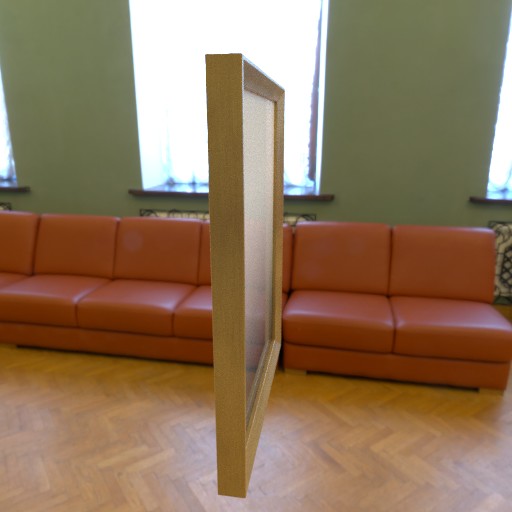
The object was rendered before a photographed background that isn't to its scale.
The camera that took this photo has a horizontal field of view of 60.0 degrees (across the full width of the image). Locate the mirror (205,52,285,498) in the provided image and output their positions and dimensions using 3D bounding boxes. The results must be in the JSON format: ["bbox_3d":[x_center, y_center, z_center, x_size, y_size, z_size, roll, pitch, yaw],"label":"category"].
[{"bbox_3d":[0.000,0.000,0.674,0.041,0.509,0.406,3,17,9],"label":"mirror"}]
